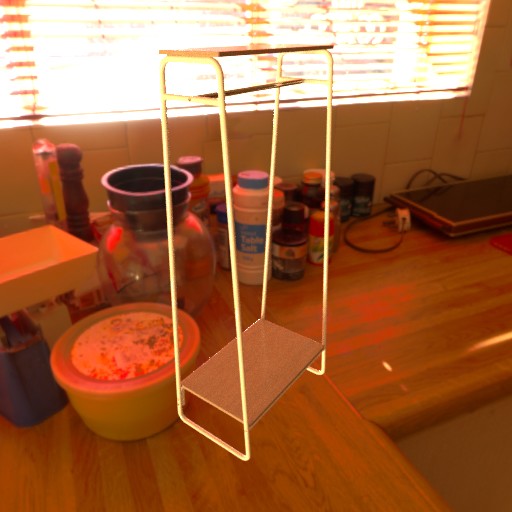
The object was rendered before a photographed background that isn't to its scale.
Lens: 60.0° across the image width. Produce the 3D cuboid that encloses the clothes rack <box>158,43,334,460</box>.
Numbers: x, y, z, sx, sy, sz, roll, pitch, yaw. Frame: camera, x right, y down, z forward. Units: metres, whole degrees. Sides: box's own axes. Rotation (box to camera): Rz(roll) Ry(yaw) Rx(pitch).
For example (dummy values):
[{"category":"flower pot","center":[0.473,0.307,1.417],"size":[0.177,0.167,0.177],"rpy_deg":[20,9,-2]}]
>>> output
[{"category":"clothes rack","center":[0.000,0.000,1.770],"size":[0.400,1.512,0.640],"rpy_deg":[19,33,32]}]
